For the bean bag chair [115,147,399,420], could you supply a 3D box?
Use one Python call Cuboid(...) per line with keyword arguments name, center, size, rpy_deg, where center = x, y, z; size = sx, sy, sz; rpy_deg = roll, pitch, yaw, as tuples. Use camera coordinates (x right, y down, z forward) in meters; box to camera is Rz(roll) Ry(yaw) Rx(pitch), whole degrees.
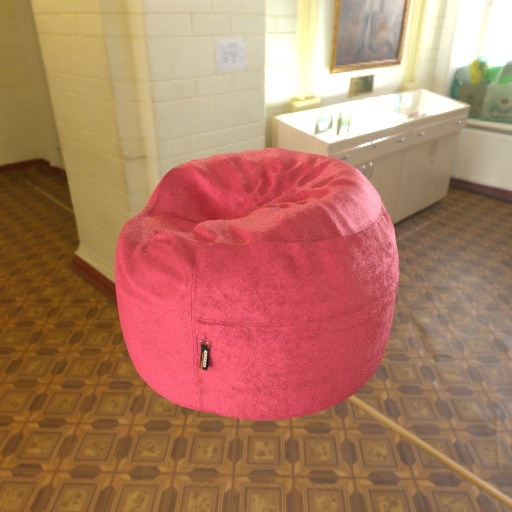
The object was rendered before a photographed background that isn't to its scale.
Cuboid(name="bean bag chair", center=(0.000, 0.000, 1.965), size=(1.218, 0.788, 1.218), rpy_deg=(0, 28, 0))
